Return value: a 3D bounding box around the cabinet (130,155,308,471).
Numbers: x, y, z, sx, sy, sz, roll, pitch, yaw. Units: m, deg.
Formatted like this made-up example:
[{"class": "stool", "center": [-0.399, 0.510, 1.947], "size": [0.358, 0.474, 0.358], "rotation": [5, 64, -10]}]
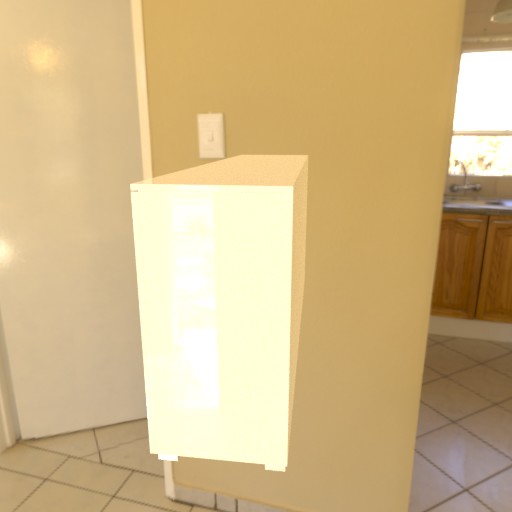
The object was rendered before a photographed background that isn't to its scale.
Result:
[{"class": "cabinet", "center": [0.000, 0.000, 1.956], "size": [0.400, 0.800, 1.650], "rotation": [2, 15, 7]}]
